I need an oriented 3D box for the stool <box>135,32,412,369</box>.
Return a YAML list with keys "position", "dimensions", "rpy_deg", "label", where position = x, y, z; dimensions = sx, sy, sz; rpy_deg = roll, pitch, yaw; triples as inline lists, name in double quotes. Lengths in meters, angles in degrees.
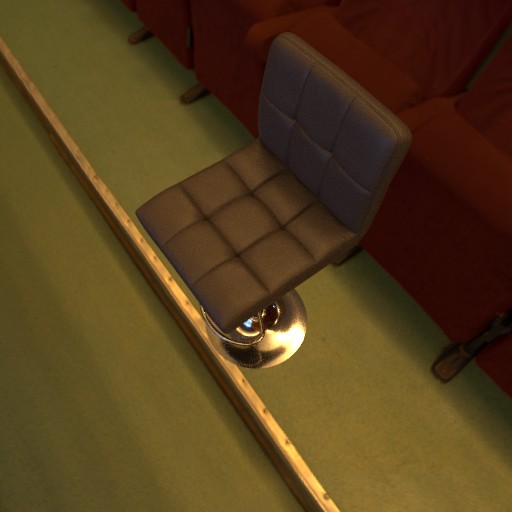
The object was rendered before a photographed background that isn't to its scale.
- position: [0.000, 0.000, 1.364]
  dimensions: [0.505, 1.115, 0.430]
  rpy_deg: [-33, 67, -16]
  label: "stool"
